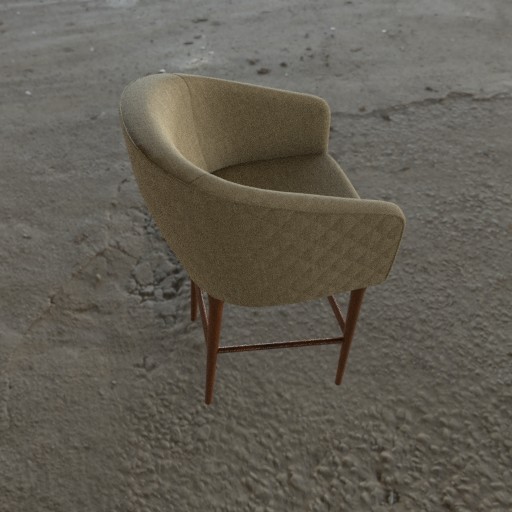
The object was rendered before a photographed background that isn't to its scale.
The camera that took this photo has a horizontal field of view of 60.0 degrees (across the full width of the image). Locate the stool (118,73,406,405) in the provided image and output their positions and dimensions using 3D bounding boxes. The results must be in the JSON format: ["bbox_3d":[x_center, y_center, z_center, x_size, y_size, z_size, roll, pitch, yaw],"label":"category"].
[{"bbox_3d":[0.000,0.000,1.388,0.607,1.078,0.559,-10,48,-9],"label":"stool"}]
